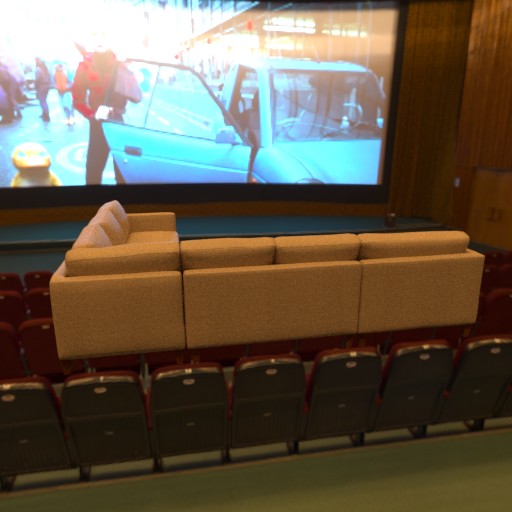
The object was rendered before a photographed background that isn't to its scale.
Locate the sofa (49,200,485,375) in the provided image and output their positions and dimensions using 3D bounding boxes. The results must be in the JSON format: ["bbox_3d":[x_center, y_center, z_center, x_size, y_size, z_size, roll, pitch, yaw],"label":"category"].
[{"bbox_3d":[0.000,0.000,4.645,3.460,0.961,2.594,-3,16,-11],"label":"sofa"}]
